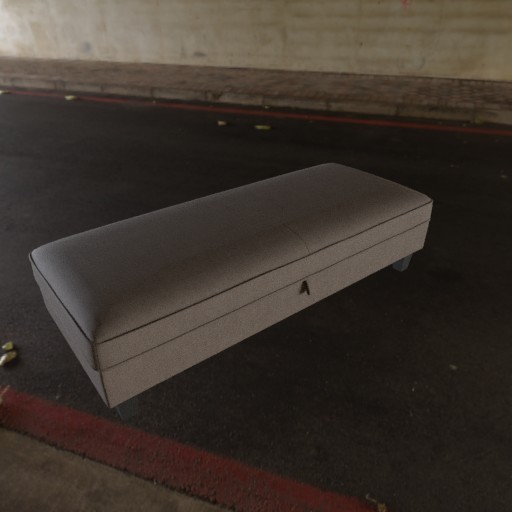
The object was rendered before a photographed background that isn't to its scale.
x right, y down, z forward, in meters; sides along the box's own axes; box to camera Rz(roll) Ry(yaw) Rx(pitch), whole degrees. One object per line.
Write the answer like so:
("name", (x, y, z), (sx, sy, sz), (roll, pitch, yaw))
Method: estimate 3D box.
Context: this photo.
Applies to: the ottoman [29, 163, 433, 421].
("ottoman", (0.000, 0.000, 2.059), (1.764, 0.470, 0.751), (-22, 37, -32))
